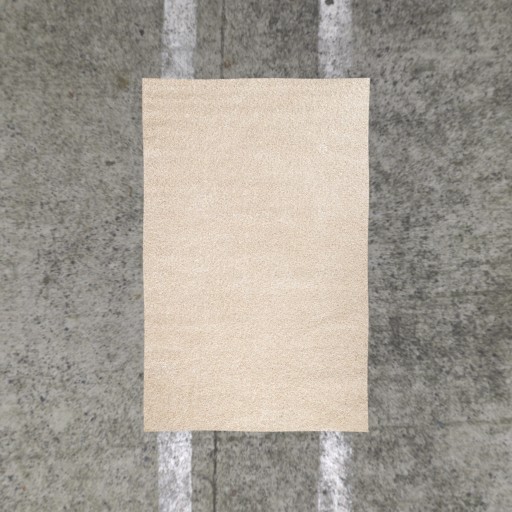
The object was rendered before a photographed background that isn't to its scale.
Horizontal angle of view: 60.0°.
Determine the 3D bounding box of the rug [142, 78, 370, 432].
[{"bbox_3d":[0.000,0.000,2.947,1.500,0.025,2.346,0,91,0],"label":"rug"}]
